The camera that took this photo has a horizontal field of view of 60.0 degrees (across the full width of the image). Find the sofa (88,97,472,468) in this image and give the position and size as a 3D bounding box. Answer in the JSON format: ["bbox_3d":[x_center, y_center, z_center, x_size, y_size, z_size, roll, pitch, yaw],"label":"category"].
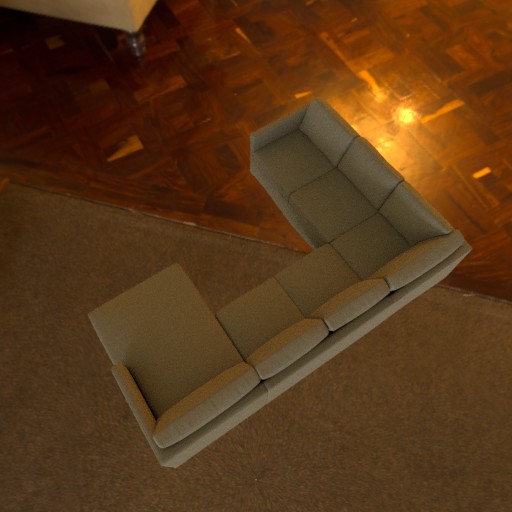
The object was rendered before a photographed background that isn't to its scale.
[{"bbox_3d":[0.000,0.000,4.529,3.460,0.882,2.427,-31,67,-15],"label":"sofa"}]
